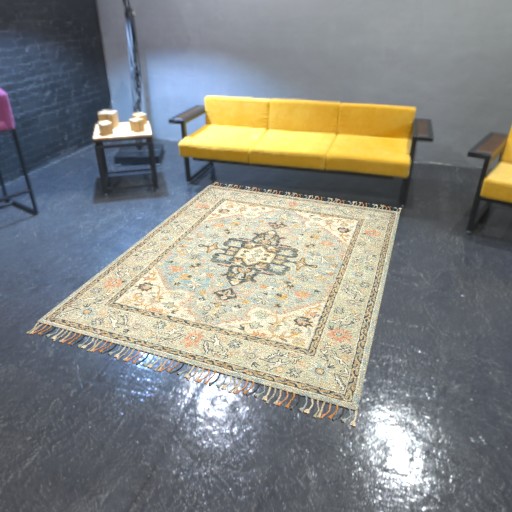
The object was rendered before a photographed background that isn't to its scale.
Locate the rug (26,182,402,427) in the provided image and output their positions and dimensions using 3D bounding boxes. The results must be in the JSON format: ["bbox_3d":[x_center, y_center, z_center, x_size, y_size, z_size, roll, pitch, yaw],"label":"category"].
[{"bbox_3d":[0.000,0.000,2.223,1.278,0.009,1.730,11,32,17],"label":"rug"}]
